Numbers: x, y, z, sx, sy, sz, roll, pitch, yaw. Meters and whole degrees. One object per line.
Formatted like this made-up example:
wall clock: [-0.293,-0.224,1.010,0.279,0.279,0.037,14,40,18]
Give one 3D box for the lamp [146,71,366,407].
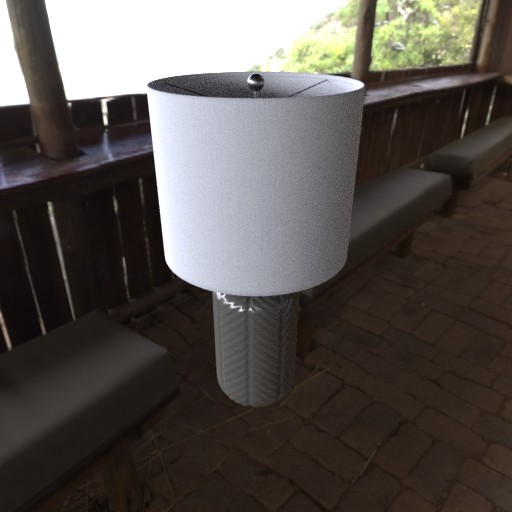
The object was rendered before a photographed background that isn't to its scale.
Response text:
lamp: [0.000,0.000,0.508,0.203,0.389,0.203,10,29,18]
